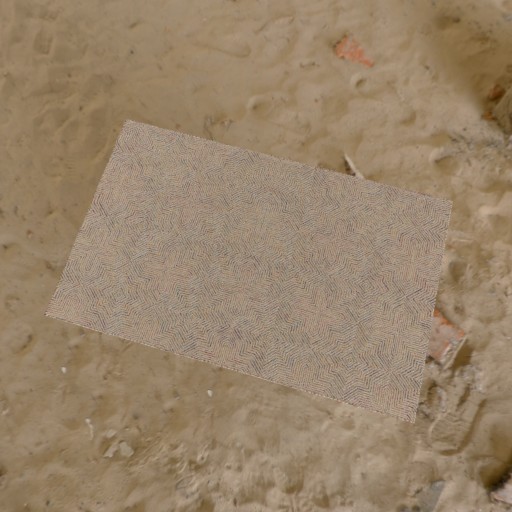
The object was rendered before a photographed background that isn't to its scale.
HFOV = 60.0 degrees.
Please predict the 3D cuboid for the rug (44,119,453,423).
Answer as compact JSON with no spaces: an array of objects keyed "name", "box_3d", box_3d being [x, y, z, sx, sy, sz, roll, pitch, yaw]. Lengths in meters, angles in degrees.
[{"name":"rug","box_3d":[0.000,0.000,2.987,2.428,0.007,1.519,15,74,4]}]
